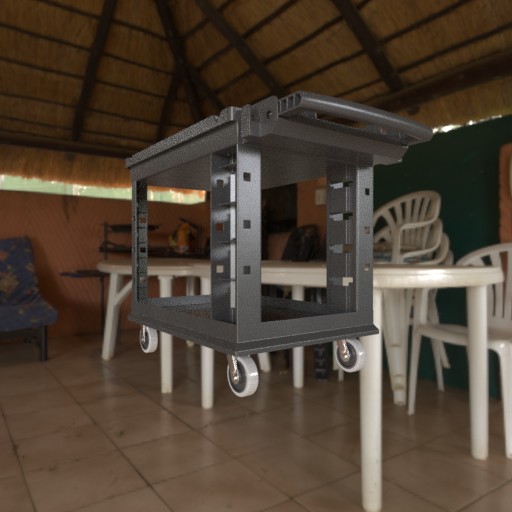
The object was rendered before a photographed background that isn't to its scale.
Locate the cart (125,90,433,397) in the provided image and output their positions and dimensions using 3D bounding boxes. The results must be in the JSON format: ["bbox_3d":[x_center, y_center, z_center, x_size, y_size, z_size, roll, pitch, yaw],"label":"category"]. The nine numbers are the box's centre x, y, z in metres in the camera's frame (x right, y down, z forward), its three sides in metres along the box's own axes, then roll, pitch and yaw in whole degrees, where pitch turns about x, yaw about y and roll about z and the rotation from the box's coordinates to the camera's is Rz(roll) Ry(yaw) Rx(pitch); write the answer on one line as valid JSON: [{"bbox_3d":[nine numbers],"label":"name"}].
[{"bbox_3d":[0.000,0.000,1.774,0.674,0.884,1.239,0,0,-36],"label":"cart"}]
